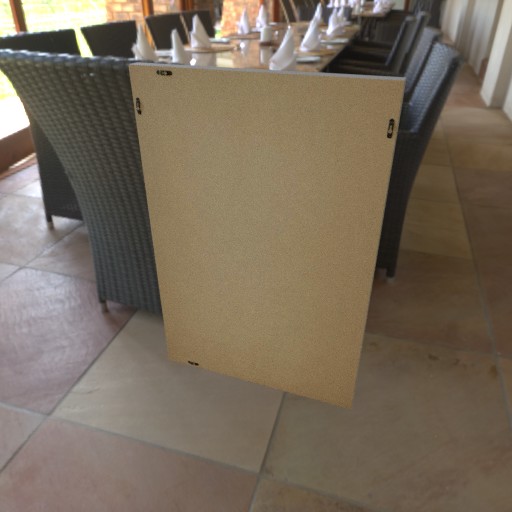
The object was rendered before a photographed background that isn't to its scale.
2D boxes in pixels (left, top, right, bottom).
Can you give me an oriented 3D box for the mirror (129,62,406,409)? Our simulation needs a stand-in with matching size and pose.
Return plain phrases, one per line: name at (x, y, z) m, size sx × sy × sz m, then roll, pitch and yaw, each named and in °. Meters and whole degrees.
mirror at (0.000, 0.000, 1.172) m, size 0.609 × 0.915 × 0.040 m, roll 11°, pitch 33°, yaw 17°
